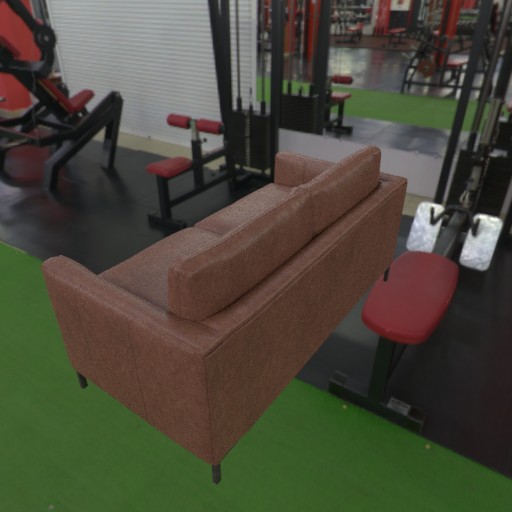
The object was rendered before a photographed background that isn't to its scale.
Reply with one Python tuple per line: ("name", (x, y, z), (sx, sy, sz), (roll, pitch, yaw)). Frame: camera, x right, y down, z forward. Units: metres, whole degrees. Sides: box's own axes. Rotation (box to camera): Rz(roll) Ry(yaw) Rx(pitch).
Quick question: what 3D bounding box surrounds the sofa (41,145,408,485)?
("sofa", (0.000, 0.000, 2.249), (0.899, 0.883, 1.797), (20, 36, 30))
